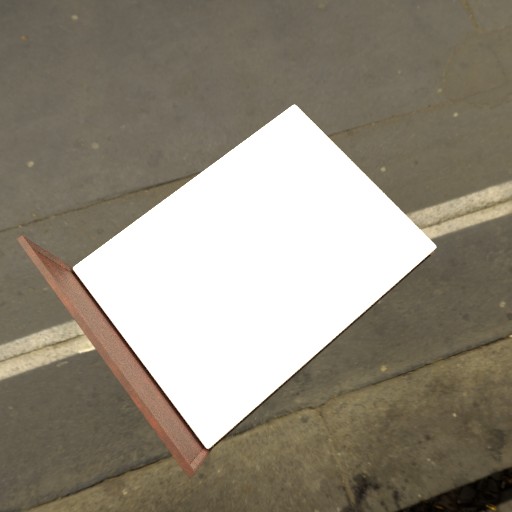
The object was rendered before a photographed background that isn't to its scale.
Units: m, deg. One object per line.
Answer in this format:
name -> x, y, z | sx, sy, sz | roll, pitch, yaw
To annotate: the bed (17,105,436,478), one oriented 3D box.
bed -> 0.000, 0.000, 3.133 | 2.184, 1.270, 1.600 | -39, 77, -10
